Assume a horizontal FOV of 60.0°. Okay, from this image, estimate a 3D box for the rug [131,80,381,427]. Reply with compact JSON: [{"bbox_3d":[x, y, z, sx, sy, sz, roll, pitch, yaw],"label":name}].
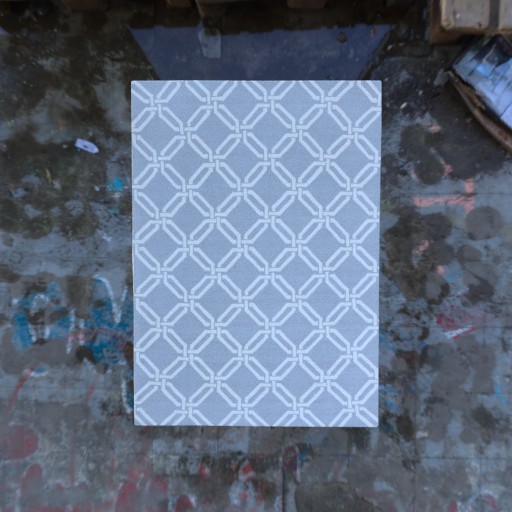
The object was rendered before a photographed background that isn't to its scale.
[{"bbox_3d":[0.000,0.000,2.729,1.522,0.013,2.133,0,92,1],"label":"rug"}]
